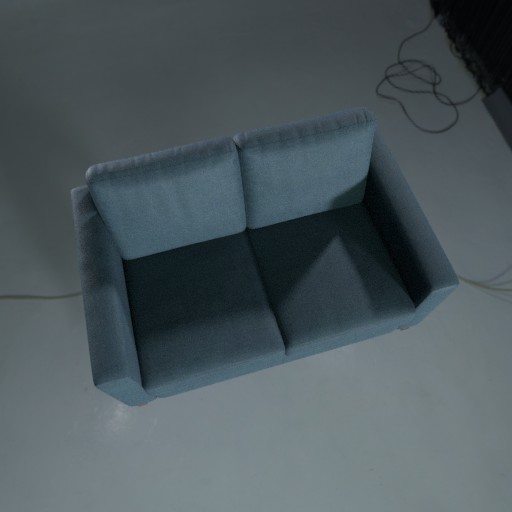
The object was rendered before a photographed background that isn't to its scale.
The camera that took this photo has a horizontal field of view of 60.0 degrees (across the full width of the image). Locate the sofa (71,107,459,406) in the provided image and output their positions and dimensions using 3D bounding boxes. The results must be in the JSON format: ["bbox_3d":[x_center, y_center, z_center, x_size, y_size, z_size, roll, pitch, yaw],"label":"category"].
[{"bbox_3d":[0.000,0.000,2.057,1.489,0.903,0.955,-14,65,-7],"label":"sofa"}]
